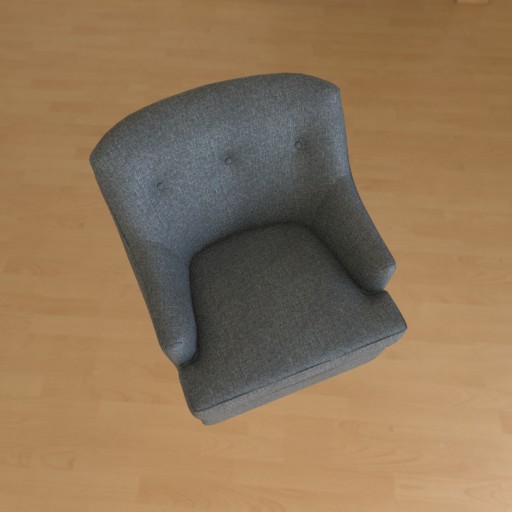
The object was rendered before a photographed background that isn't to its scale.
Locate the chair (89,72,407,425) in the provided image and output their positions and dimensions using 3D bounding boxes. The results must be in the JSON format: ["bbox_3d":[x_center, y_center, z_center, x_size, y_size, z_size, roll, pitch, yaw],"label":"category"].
[{"bbox_3d":[0.000,0.000,1.620,0.864,0.856,0.923,-19,63,-10],"label":"chair"}]
